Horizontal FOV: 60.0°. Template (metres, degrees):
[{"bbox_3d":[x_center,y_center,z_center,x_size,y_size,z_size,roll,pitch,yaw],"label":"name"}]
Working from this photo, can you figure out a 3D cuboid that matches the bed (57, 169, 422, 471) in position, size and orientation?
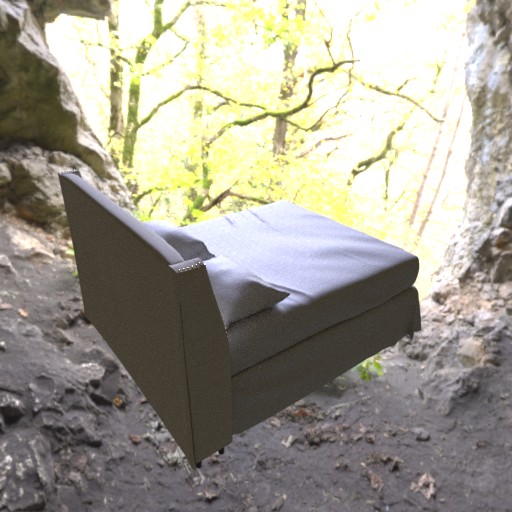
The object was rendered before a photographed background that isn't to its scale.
[{"bbox_3d":[0.000,0.000,3.471,2.276,1.332,1.925,-19,32,-32],"label":"bed"}]
